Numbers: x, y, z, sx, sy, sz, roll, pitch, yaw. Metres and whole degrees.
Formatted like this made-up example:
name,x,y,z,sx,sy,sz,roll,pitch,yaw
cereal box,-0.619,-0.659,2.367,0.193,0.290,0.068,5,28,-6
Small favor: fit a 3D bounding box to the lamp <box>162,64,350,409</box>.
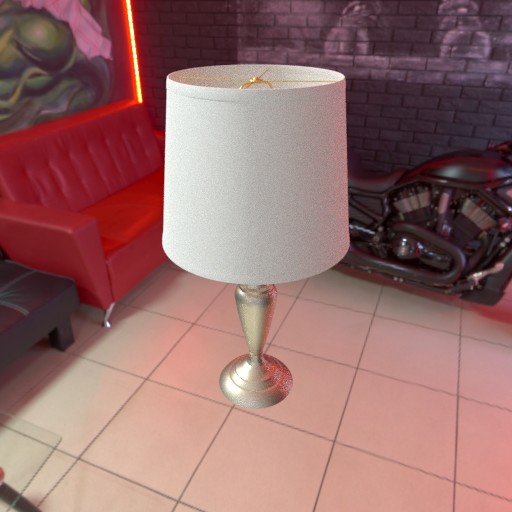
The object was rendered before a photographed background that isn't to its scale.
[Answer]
name,x,y,z,sx,sy,sz,roll,pitch,yaw
lamp,0.000,0.000,0.811,0.328,0.619,0.328,0,30,0
